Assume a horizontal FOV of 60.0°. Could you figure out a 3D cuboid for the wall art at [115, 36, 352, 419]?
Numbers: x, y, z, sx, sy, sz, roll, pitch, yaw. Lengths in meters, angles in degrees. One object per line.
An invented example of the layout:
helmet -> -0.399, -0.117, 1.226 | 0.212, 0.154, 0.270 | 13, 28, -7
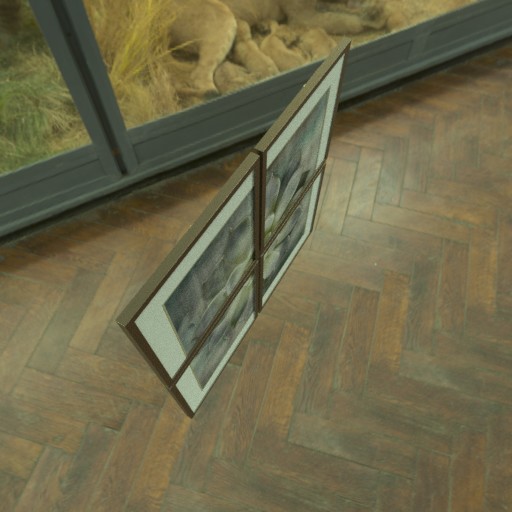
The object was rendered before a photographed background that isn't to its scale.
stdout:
wall art -> 0.000, 0.000, 1.526 | 0.030, 1.032, 1.032 | 28, 64, 15
